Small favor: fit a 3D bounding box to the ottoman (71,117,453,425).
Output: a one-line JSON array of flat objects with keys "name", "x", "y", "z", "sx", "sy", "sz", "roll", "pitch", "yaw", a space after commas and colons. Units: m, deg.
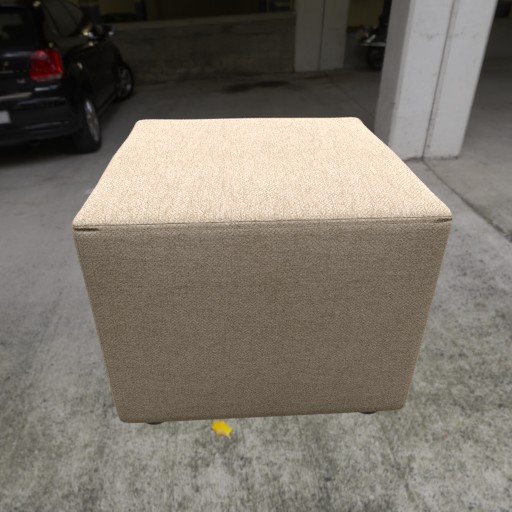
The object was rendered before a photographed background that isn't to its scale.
[{"name": "ottoman", "x": 0.000, "y": 0.000, "z": 0.867, "sx": 0.508, "sy": 0.432, "sz": 0.508, "roll": -2, "pitch": 31, "yaw": -3}]
